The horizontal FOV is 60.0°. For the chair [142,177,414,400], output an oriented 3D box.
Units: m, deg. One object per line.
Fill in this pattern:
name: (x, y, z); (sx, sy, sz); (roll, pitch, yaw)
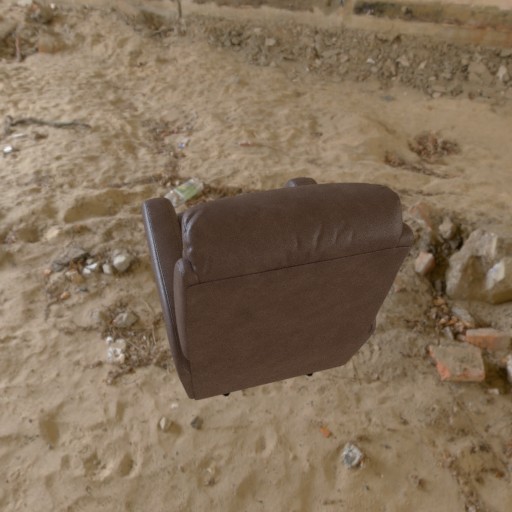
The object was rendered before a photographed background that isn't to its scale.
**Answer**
chair: (0.000, 0.000, 1.835); (0.865, 1.067, 1.067); (-10, 41, -12)
